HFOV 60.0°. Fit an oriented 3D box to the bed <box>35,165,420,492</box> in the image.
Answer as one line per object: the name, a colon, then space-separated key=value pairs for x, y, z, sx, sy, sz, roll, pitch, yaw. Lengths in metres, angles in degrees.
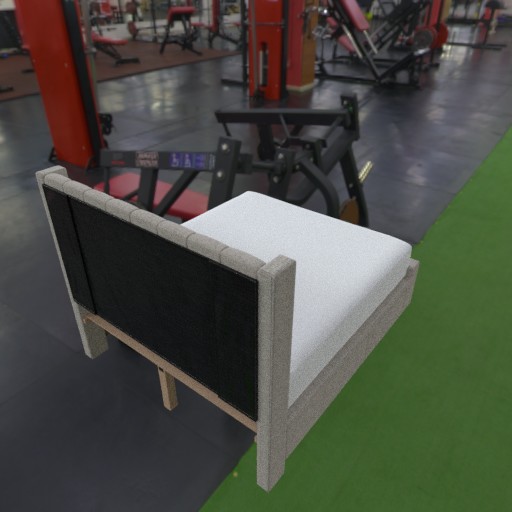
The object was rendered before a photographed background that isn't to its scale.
bed: x=0.000 y=0.000 z=3.752 sx=2.044 sy=1.748 sz=2.372 roll=23 pitch=39 yaw=32
